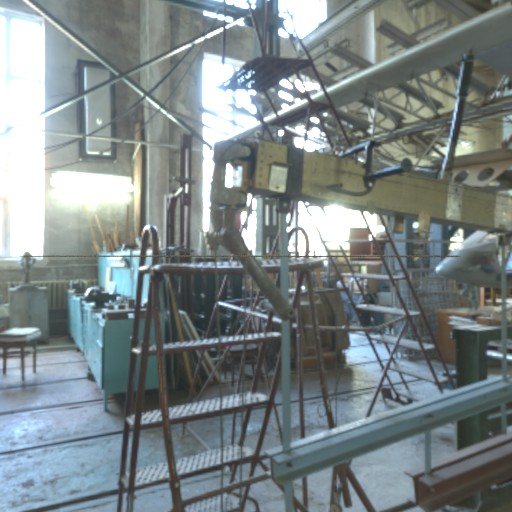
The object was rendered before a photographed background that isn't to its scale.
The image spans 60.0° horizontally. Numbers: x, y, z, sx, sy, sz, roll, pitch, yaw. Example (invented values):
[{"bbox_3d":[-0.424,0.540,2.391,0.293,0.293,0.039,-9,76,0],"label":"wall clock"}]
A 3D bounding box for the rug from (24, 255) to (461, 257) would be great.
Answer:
[{"bbox_3d":[0.000,0.000,4.152,3.221,0.011,2.379,0,0,18],"label":"rug"}]
